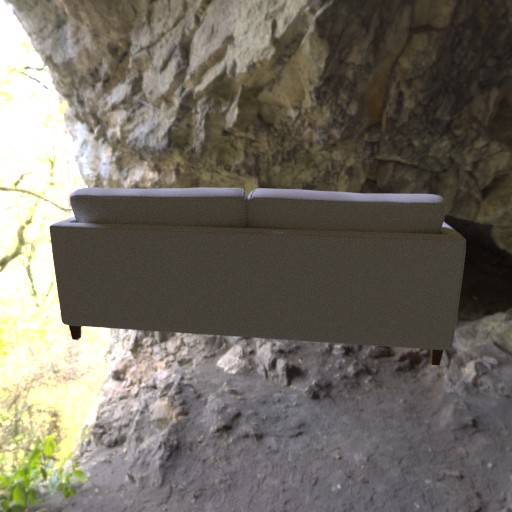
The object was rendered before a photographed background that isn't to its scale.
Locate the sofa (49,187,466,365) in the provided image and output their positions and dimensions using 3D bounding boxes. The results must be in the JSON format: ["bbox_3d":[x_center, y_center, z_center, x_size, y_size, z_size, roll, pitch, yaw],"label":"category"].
[{"bbox_3d":[0.000,0.000,2.957,2.361,0.962,0.951,2,16,8],"label":"sofa"}]
